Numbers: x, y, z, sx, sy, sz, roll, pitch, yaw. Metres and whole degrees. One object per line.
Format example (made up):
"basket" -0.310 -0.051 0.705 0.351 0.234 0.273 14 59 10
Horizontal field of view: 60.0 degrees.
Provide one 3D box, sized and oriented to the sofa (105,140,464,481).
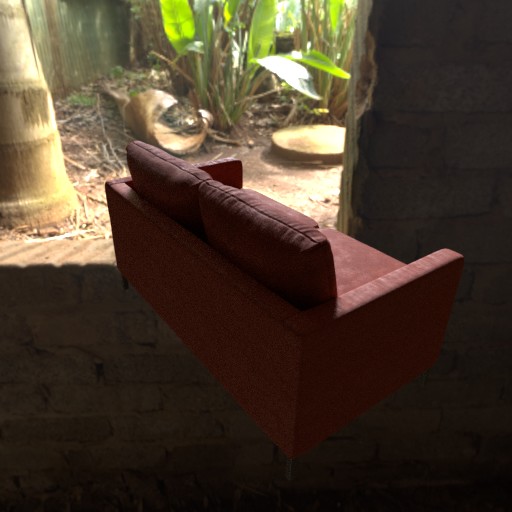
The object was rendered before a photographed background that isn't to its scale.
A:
"sofa" 0.000 0.000 2.102 0.864 0.896 1.574 -19 34 -32
